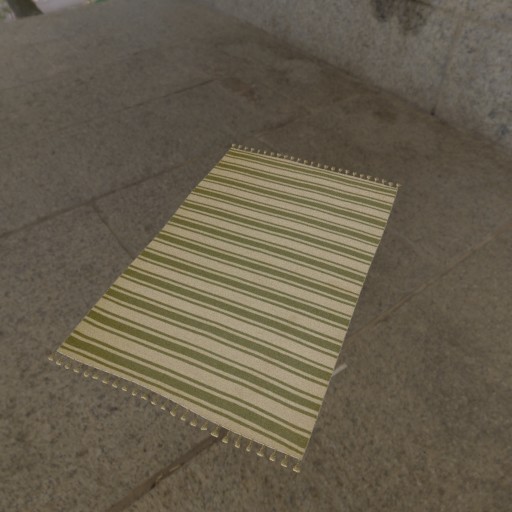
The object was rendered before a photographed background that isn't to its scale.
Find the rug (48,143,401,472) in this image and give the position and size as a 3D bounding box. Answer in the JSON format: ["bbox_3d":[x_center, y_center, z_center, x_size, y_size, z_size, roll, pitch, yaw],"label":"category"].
[{"bbox_3d":[0.000,0.000,2.351,1.162,0.013,1.875,18,49,16],"label":"rug"}]
